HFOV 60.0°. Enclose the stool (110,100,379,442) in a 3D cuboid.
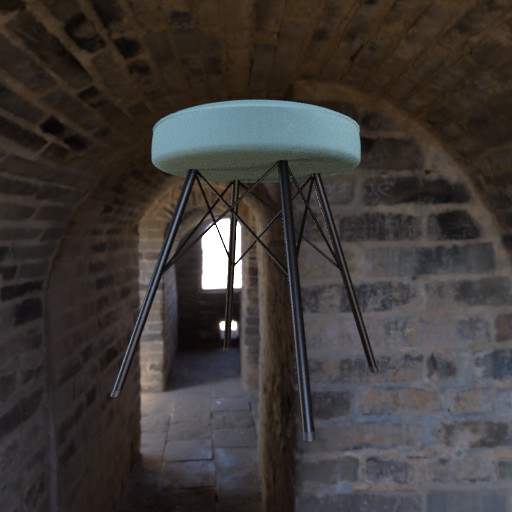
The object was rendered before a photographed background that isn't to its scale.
[{"bbox_3d":[0.000,0.000,0.896,0.457,0.519,0.458,1,2,37],"label":"stool"}]
